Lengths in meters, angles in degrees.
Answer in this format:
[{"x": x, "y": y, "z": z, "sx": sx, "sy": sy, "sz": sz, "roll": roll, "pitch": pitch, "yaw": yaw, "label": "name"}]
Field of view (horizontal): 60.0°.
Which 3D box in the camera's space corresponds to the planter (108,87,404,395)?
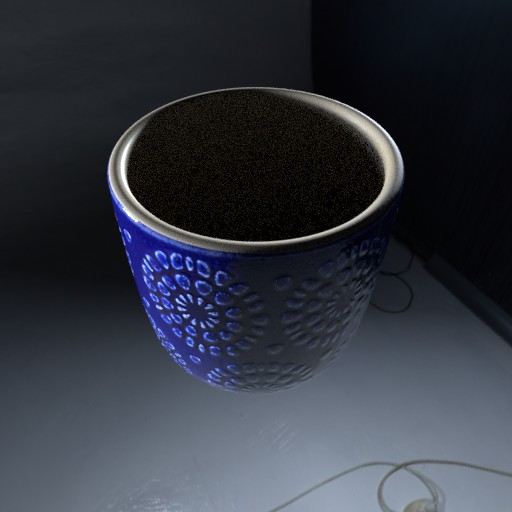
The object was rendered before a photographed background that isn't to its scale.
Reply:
[{"x": 0.000, "y": 0.000, "z": 0.204, "sx": 0.109, "sy": 0.112, "sz": 0.109, "roll": 0, "pitch": 45, "yaw": 0, "label": "planter"}]
